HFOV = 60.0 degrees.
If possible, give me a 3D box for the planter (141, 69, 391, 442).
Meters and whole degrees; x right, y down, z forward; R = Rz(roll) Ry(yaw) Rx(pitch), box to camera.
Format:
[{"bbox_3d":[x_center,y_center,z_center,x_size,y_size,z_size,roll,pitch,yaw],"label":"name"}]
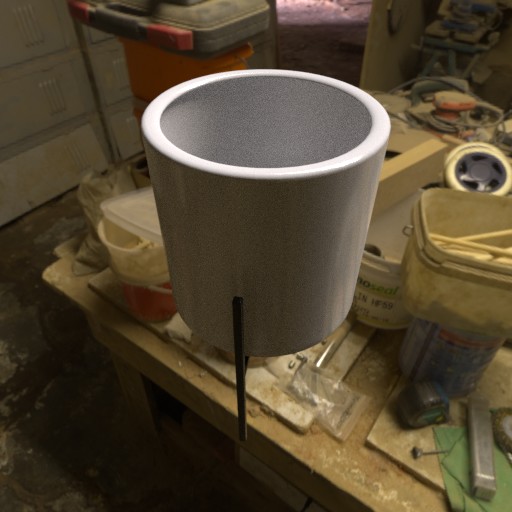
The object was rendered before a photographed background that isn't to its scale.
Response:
[{"bbox_3d":[0.000,0.000,0.516,0.239,0.356,0.239,27,48,27],"label":"planter"}]
